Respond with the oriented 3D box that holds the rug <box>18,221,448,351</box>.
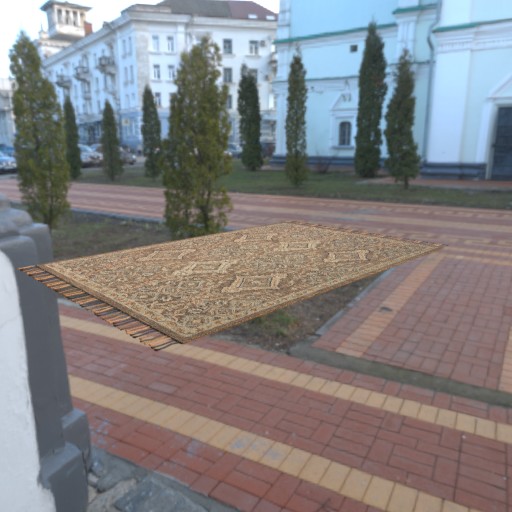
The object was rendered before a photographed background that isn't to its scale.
[{"bbox_3d":[0.000,0.000,2.897,2.434,0.010,1.516,-13,19,-43],"label":"rug"}]
